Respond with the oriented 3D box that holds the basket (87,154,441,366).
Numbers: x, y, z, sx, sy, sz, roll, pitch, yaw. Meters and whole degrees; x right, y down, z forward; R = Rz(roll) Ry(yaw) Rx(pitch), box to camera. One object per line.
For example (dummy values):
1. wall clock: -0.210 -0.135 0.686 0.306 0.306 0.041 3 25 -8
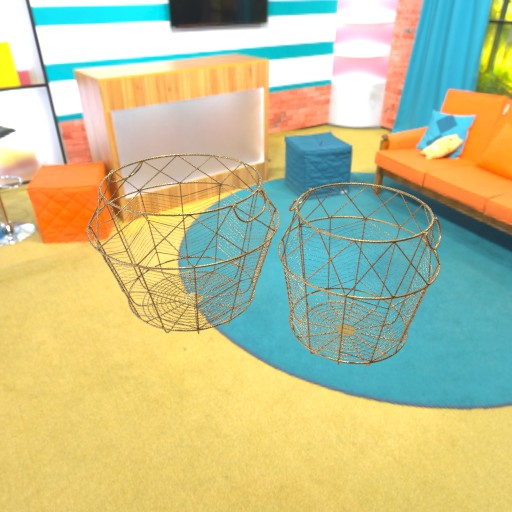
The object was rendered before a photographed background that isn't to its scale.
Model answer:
1. basket: 0.000 0.000 1.055 0.805 0.343 0.451 10 33 15
